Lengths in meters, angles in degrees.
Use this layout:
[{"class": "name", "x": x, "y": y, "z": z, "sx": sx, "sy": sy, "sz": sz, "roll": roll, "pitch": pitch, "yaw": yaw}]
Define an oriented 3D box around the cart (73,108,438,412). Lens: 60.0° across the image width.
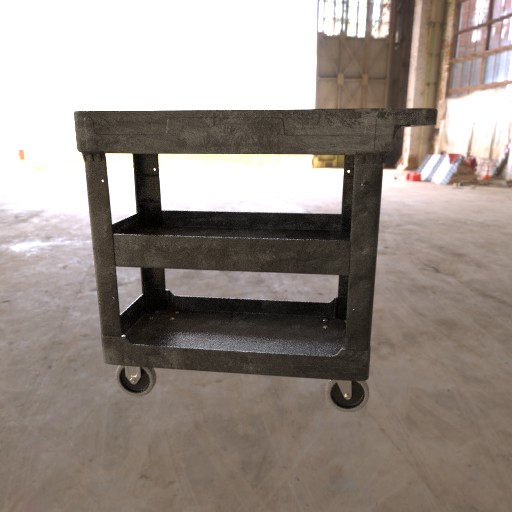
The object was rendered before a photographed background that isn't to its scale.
[{"class": "cart", "x": 0.000, "y": 0.000, "z": 1.343, "sx": 0.877, "sy": 0.824, "sz": 0.420, "roll": 2, "pitch": 15, "yaw": 7}]
